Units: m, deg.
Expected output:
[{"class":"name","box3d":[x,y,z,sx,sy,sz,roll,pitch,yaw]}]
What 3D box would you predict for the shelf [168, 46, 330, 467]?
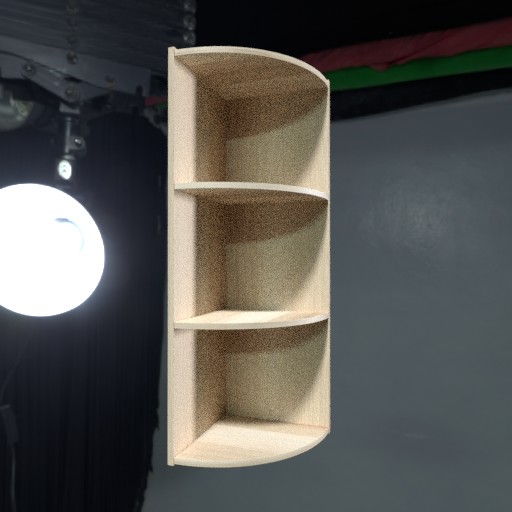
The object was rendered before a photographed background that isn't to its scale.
[{"class":"shelf","box3d":[0.000,0.000,1.016,0.290,0.872,0.290,0,0,19]}]
